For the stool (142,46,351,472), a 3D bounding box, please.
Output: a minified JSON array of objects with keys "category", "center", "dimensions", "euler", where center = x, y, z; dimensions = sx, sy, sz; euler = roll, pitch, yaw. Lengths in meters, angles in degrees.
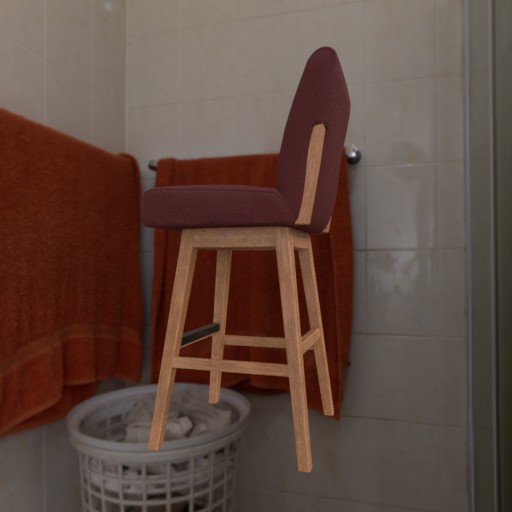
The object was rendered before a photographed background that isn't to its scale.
[{"category":"stool","center":[0.000,0.000,1.396],"dimensions":[0.562,1.093,0.468],"euler":[0,-1,17]}]
